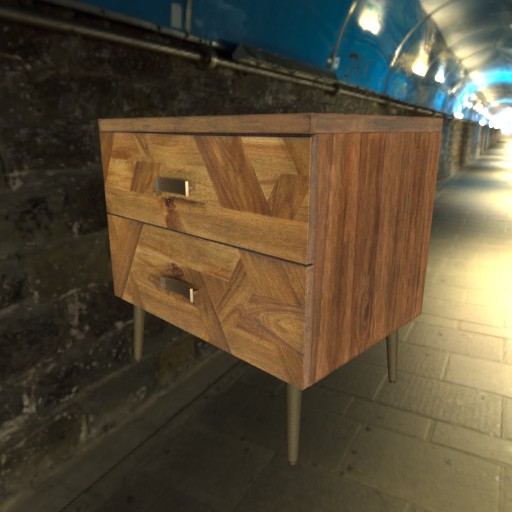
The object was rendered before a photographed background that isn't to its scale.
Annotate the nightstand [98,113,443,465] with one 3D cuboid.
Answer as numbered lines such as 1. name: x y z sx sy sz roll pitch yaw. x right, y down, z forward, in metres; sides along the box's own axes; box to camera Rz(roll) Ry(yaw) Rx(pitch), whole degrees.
1. nightstand: 0.000 0.000 1.028 0.610 0.610 0.458 15 22 42
